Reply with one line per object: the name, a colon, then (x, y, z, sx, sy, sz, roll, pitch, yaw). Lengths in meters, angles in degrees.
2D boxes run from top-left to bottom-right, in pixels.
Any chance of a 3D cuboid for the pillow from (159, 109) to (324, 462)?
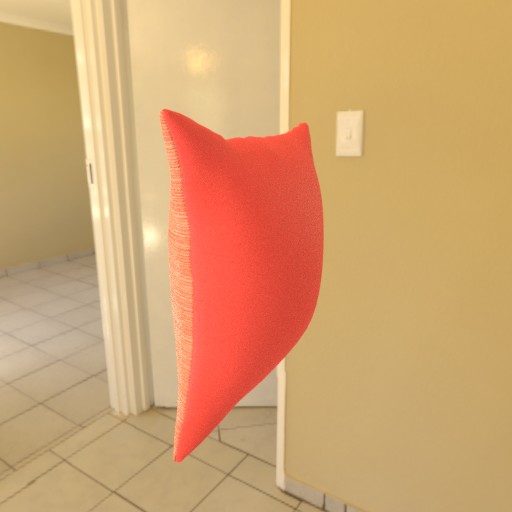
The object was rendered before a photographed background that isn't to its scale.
pillow: (0.000, 0.000, 0.831, 0.229, 0.501, 0.559, 7, 17, 24)
